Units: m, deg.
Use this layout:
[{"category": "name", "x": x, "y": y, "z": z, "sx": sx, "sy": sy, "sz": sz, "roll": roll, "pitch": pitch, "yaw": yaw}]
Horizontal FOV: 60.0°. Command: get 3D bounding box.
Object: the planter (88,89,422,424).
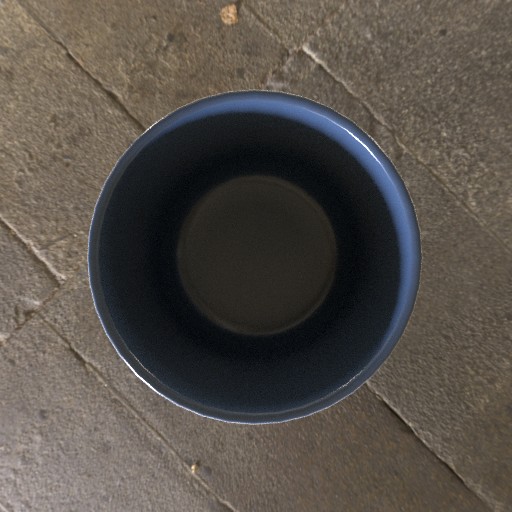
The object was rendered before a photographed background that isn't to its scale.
[{"category": "planter", "x": 0.000, "y": 0.000, "z": 0.279, "sx": 0.159, "sy": 0.144, "sz": 0.159, "roll": 0, "pitch": 91, "yaw": 1}]
